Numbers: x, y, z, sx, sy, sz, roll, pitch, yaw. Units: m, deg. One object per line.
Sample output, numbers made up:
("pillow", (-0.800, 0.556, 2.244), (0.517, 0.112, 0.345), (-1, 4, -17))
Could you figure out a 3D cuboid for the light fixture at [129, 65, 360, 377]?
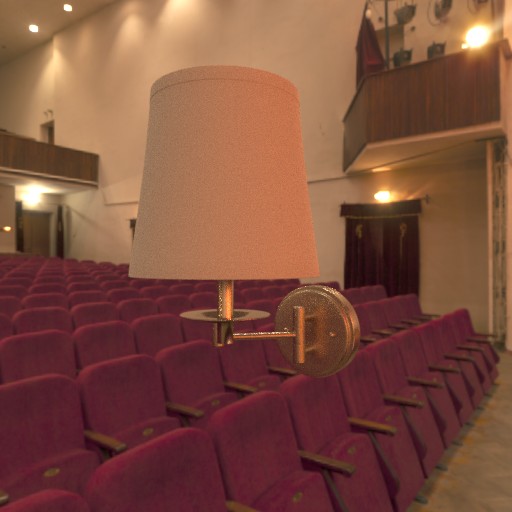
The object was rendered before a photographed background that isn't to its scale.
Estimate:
("light fixture", (0.000, 0.000, 0.581), (0.223, 0.381, 0.348), (0, -1, 36))
